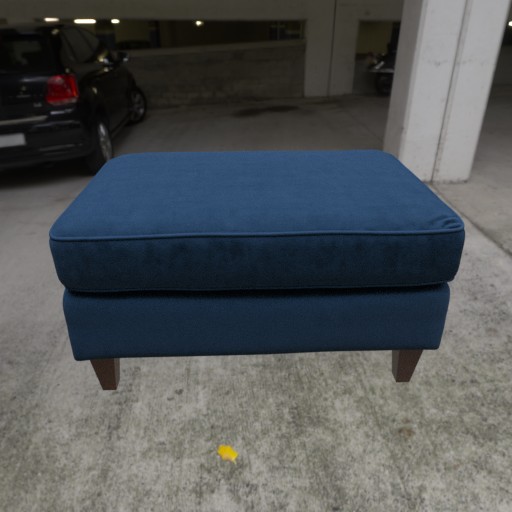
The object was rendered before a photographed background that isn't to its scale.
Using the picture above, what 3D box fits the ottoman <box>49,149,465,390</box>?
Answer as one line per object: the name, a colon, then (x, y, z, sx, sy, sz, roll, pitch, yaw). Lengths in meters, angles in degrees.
ottoman: (0.000, 0.000, 1.211, 0.862, 0.484, 0.583, -1, 28, -2)
